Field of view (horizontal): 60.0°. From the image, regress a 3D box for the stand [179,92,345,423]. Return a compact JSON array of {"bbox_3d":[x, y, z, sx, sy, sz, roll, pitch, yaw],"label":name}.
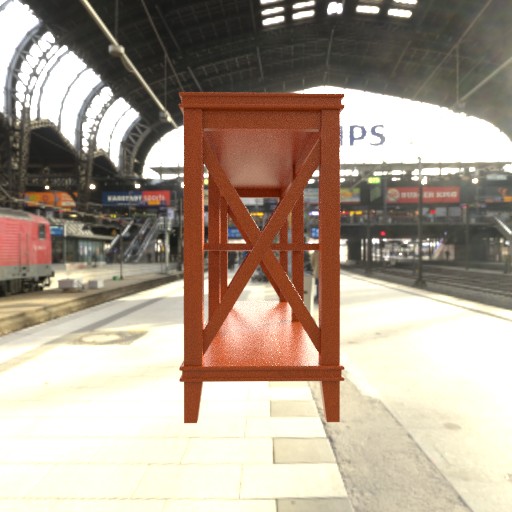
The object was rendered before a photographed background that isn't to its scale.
[{"bbox_3d":[0.000,0.000,1.701,0.381,0.762,1.372,0,1,-1],"label":"stand"}]
